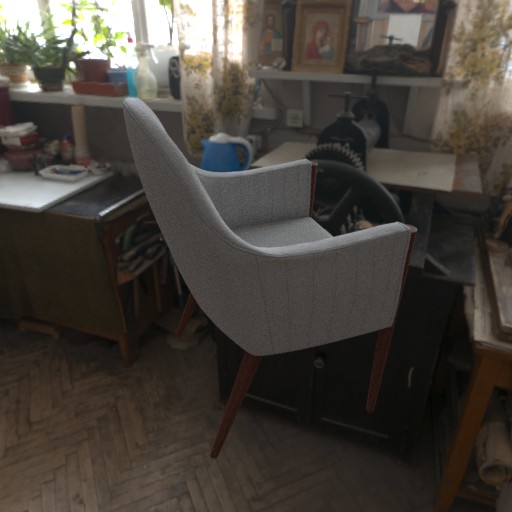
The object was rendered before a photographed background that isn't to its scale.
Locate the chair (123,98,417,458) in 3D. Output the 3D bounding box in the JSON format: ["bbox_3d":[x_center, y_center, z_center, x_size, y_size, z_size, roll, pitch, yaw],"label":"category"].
[{"bbox_3d":[0.000,0.000,1.273,0.620,0.889,0.610,-9,30,-16],"label":"chair"}]
